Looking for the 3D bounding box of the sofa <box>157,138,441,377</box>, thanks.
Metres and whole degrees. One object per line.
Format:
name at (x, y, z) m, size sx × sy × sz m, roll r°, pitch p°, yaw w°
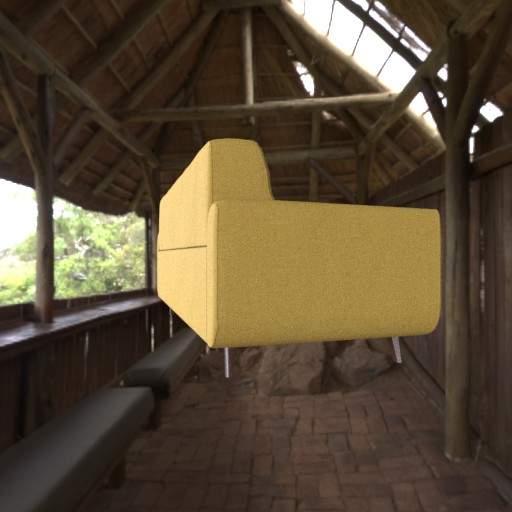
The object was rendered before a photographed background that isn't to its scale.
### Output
sofa at (0.000, 0.000, 2.471) m, size 0.909 × 0.841 × 2.029 m, roll 0°, pitch 0°, yaw -17°
